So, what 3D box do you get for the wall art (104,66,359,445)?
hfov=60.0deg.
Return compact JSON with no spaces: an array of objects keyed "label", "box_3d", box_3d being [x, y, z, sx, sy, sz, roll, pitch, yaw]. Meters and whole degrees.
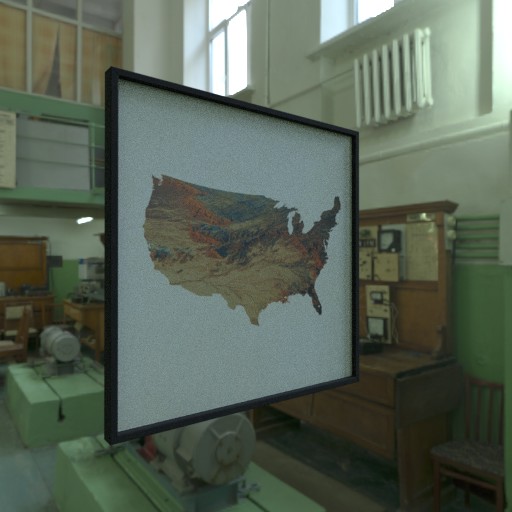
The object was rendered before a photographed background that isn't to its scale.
[{"label":"wall art","box_3d":[0.000,0.000,1.135,0.762,0.762,0.038,0,0,-37]}]
